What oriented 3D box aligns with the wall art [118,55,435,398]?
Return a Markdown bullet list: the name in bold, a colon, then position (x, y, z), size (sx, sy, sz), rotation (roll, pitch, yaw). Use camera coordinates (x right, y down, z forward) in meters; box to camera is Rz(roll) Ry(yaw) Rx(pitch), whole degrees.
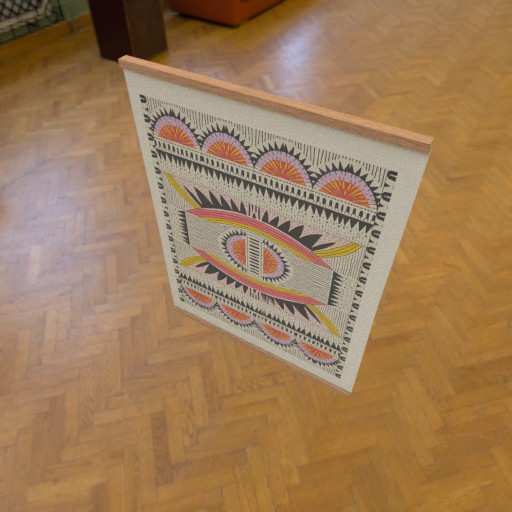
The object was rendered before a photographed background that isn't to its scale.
- **wall art**: position (0.000, 0.000, 1.324), size (0.765, 1.016, 0.028), rotation (23, 50, 20)
